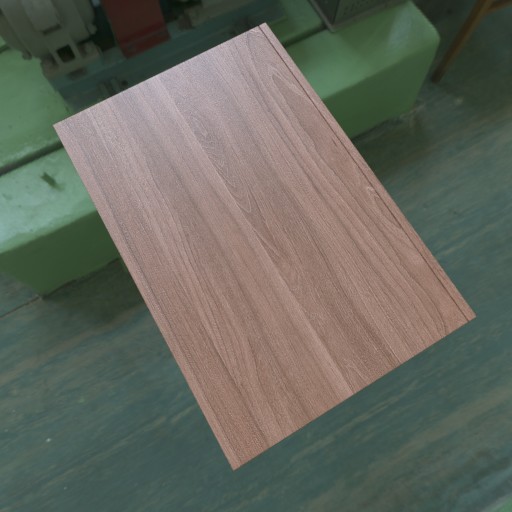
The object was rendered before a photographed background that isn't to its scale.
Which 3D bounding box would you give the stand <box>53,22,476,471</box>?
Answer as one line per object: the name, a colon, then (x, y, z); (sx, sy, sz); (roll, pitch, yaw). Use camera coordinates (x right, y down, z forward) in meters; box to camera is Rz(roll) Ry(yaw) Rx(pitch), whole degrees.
stand: (0.000, 0.000, 0.925); (0.420, 0.500, 0.600); (-29, 77, -8)
